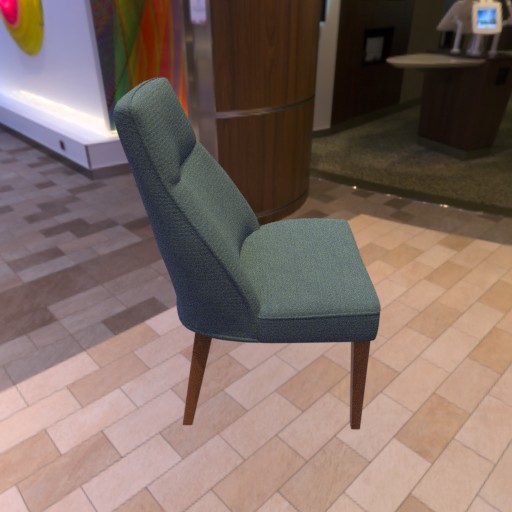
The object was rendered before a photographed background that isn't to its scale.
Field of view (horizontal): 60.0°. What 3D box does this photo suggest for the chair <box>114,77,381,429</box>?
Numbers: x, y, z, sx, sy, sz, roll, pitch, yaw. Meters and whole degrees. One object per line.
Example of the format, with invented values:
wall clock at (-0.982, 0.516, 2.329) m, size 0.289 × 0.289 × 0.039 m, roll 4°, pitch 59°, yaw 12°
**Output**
chair at (0.000, 0.000, 1.275) m, size 0.620 × 0.930 × 0.500 m, roll 0°, pitch 30°, yaw 0°
